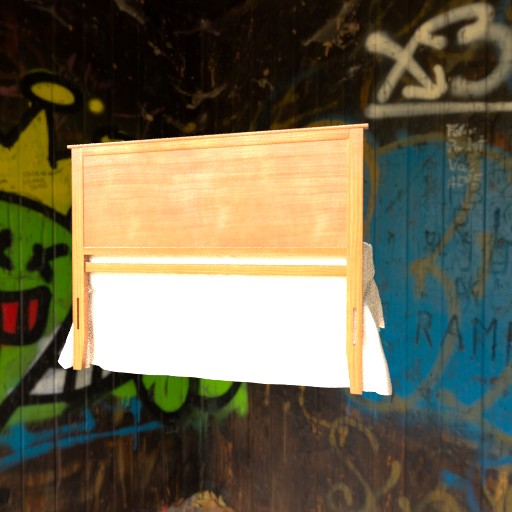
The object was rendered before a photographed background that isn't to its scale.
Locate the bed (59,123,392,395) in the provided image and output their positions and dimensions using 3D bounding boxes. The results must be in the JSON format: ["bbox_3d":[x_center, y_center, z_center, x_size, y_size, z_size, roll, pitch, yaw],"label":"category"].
[{"bbox_3d":[0.000,0.000,3.247,1.870,1.273,2.035,0,1,16],"label":"bed"}]
